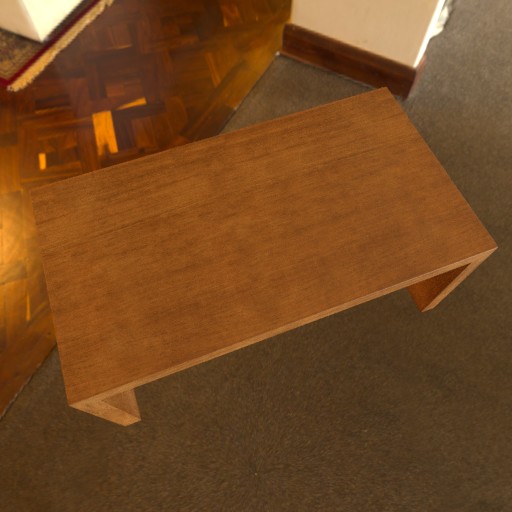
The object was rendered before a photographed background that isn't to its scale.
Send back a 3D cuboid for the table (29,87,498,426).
[{"bbox_3d":[0.000,0.000,1.254,1.000,0.419,0.549,-19,65,-9],"label":"table"}]
